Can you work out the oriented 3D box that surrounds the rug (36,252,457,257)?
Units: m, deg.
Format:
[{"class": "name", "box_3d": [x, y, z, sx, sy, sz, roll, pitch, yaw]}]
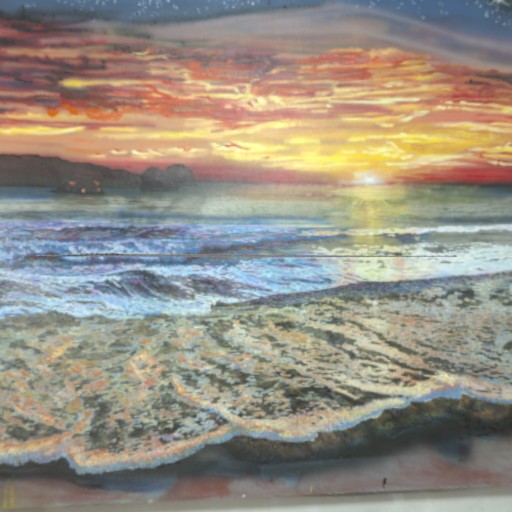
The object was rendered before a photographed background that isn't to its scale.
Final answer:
[{"class": "rug", "box_3d": [0.000, 0.000, 2.549, 2.108, 0.009, 1.248, 0, 0, -36]}]
